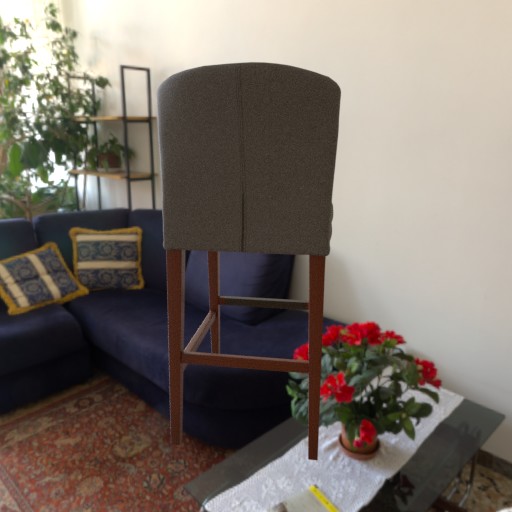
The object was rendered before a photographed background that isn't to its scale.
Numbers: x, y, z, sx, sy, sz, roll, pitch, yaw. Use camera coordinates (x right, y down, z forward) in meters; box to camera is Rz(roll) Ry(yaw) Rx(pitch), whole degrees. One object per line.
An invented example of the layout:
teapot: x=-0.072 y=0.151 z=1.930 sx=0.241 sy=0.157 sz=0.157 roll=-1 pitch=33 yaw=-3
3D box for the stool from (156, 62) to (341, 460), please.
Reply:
stool: x=0.000 y=0.000 z=1.413 sx=0.481 sy=1.069 sz=0.568 roll=2 pitch=16 yaw=9
